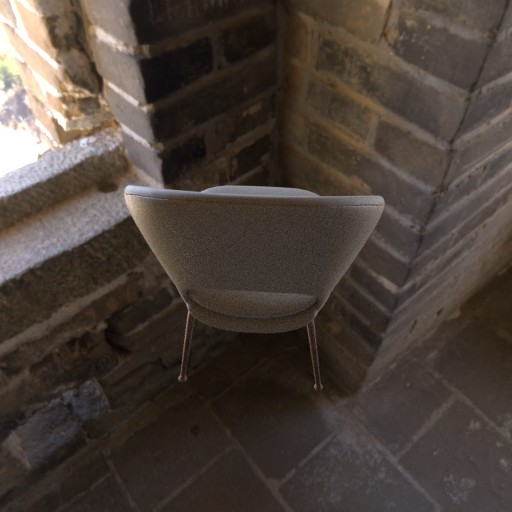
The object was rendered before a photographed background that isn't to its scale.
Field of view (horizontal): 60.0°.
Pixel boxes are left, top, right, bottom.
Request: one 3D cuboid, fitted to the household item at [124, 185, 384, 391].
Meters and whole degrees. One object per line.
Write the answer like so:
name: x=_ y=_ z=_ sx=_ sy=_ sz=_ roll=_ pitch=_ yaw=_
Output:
household item: x=0.000 y=0.000 z=1.271 sx=0.623 sy=0.852 sz=0.573 roll=3 pitch=46 yaw=3
